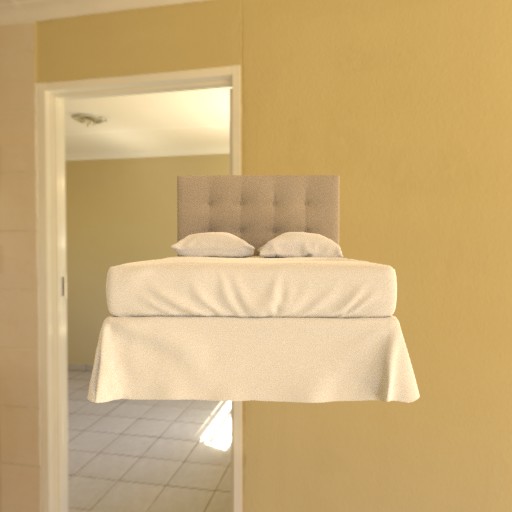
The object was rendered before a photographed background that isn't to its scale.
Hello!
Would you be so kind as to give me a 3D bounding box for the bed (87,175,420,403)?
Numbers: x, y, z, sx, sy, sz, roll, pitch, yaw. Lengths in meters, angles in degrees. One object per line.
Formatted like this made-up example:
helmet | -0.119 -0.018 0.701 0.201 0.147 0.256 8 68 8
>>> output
bed | 0.000 0.000 3.466 1.936 1.577 2.222 0 1 1
